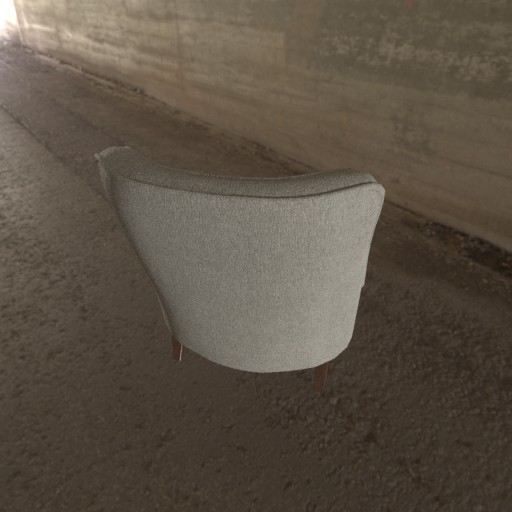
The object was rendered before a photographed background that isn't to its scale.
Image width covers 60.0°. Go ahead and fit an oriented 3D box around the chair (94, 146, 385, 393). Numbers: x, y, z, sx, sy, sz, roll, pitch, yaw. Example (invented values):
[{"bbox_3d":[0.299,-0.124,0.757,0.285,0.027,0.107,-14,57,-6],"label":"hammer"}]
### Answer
[{"bbox_3d":[0.000,0.000,1.622,0.820,0.920,0.910,9,32,14],"label":"chair"}]
